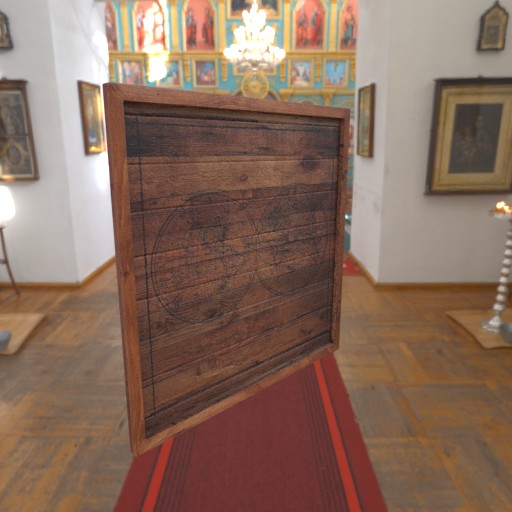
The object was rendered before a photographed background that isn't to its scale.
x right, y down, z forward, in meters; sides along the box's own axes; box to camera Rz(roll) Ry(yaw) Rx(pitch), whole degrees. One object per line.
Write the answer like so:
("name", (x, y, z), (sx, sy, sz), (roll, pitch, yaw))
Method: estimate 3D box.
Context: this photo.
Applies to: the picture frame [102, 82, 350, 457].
("picture frame", (0.000, 0.000, 1.217), (0.810, 0.817, 0.029), (-13, 19, -43))
